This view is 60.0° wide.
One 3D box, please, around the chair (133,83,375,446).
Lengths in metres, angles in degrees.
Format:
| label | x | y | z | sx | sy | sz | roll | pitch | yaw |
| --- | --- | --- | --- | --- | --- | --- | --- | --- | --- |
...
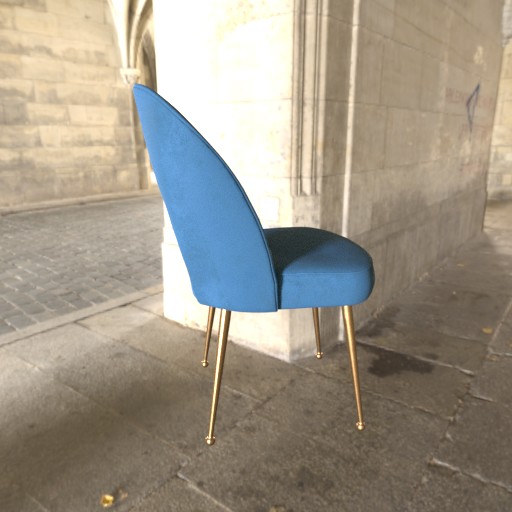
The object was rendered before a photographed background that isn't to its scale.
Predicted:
| label | x | y | z | sx | sy | sz | roll | pitch | yaw |
| --- | --- | --- | --- | --- | --- | --- | --- | --- | --- |
| chair | 0.000 | 0.000 | 1.205 | 0.577 | 0.860 | 0.527 | -2 | 15 | -8 |
